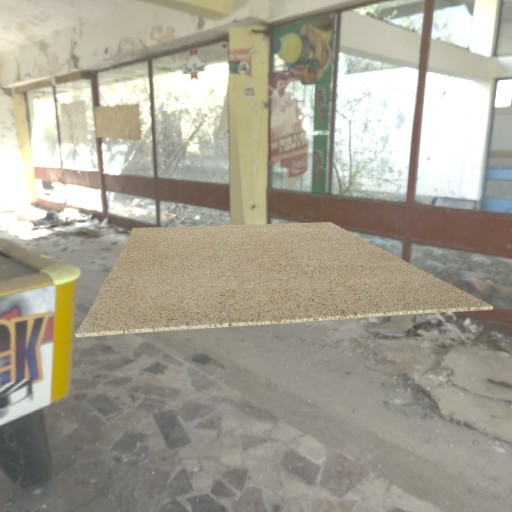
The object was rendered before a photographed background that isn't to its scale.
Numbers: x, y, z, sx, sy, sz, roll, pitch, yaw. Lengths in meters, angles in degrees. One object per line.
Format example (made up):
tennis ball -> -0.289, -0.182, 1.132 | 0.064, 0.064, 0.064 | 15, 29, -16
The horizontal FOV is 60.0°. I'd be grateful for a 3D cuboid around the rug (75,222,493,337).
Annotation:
rug -> 0.000, 0.000, 3.914 | 2.400, 0.025, 3.000 | -2, 14, -9
